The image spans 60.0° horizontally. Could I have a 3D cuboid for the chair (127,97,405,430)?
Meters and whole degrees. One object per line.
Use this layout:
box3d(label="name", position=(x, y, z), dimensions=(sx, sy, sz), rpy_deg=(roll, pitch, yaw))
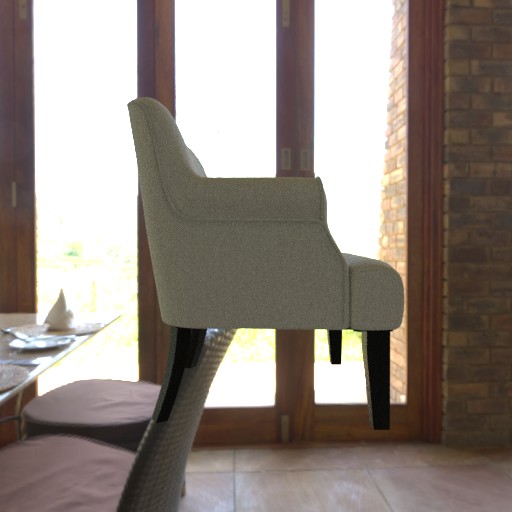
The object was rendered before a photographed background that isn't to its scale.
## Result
box3d(label="chair", position=(0.000, 0.000, 1.459), dimensions=(0.750, 0.875, 0.781), rpy_deg=(0, 1, 0))
